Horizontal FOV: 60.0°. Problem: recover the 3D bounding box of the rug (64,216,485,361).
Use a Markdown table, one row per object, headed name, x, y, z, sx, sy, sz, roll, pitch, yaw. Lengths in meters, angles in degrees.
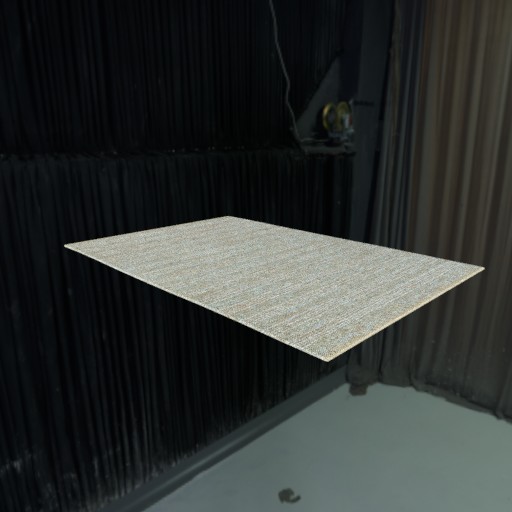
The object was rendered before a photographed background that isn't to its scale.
| name | x | y | z | sx | sy | sz | roll | pitch | yaw |
| --- | --- | --- | --- | --- | --- | --- | --- | --- | --- |
| rug | 0.000 | 0.000 | 2.295 | 1.240 | 0.010 | 1.824 | -15 | 22 | -43 |
